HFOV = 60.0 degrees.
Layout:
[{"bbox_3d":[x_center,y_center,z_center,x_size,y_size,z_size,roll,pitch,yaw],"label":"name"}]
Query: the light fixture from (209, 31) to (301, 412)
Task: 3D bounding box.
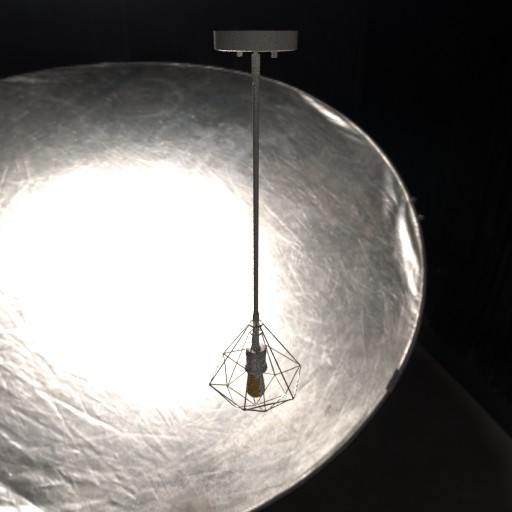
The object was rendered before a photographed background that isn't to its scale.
[{"bbox_3d":[0.000,0.000,1.949,0.487,1.764,0.431,-8,28,-15],"label":"light fixture"}]
